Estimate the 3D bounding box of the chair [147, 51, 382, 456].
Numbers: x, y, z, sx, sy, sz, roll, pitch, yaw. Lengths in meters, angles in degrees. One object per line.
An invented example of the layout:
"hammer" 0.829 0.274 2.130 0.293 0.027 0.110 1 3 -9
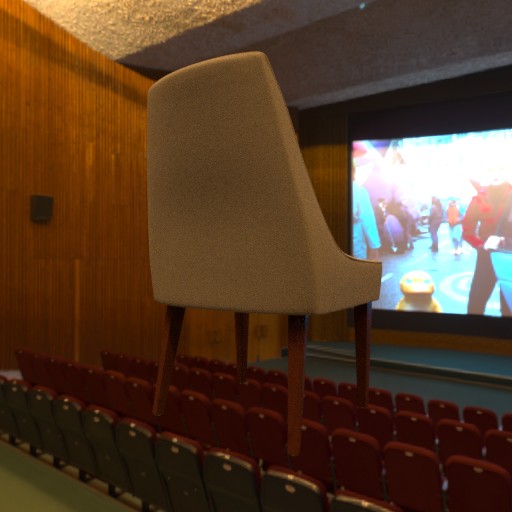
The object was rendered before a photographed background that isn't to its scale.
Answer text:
"chair" 0.000 0.000 1.206 0.529 0.861 0.544 0 -1 35
